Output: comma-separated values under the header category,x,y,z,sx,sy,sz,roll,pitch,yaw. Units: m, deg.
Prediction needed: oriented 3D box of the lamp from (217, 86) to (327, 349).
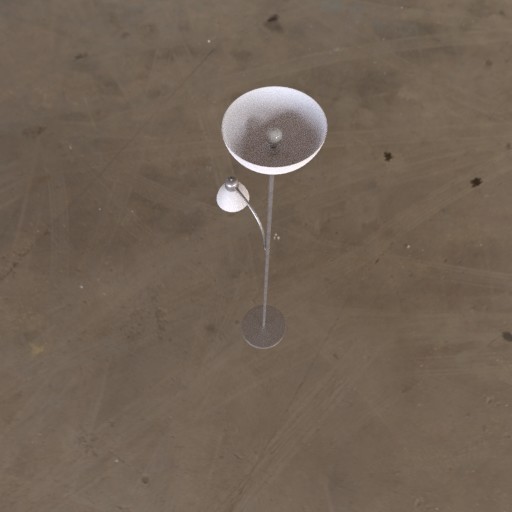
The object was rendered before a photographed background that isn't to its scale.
category,x,y,z,sx,sy,sz,roll,pitch,yaw
lamp,0.000,0.000,1.969,0.279,1.804,0.425,-35,69,-15
